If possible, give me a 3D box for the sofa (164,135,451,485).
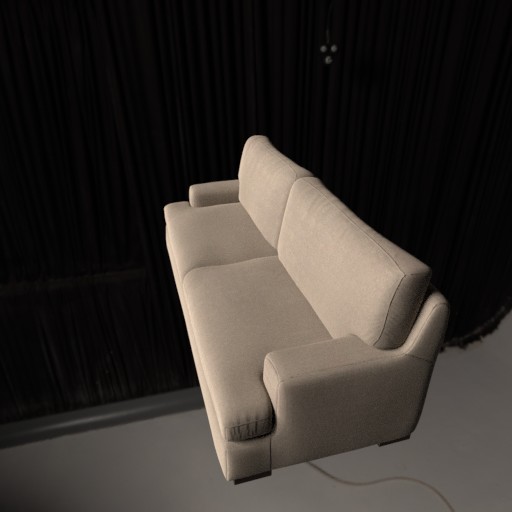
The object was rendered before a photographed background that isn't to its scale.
[{"bbox_3d":[0.000,0.000,2.769,0.962,0.980,2.354,-8,30,-14],"label":"sofa"}]
